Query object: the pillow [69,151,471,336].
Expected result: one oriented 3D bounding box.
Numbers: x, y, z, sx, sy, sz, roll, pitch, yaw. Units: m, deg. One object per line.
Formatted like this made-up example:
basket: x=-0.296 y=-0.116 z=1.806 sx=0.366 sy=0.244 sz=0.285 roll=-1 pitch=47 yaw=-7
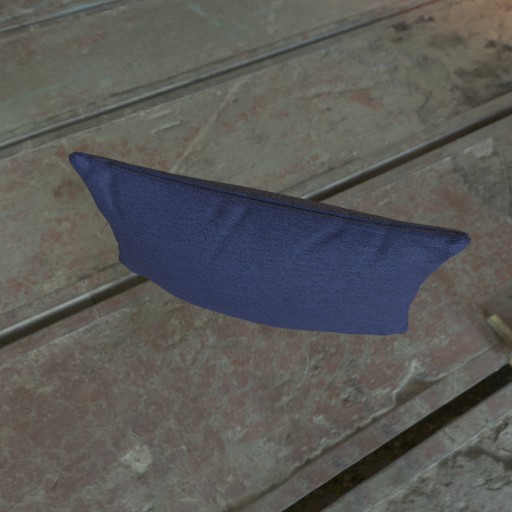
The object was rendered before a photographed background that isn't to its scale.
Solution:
pillow: x=0.000 y=0.000 z=0.805 sx=0.633 sy=0.338 sz=0.210 roll=13 pitch=59 yaw=8
